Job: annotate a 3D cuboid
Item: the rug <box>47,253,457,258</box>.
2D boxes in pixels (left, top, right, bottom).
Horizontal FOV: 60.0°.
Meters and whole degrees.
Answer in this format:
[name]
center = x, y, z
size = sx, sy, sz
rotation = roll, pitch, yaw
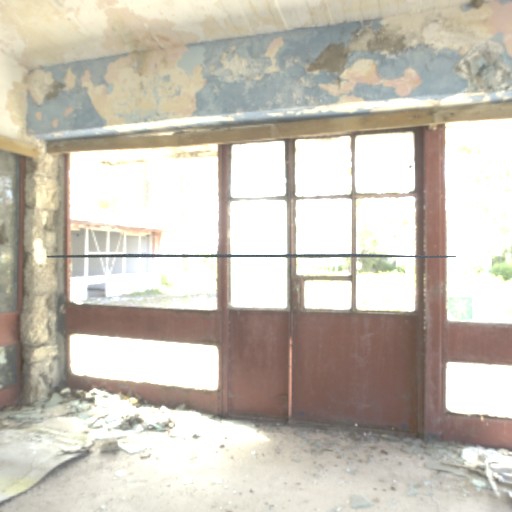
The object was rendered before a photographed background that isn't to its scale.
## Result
[rug]
center = 0.000, 0.000, 2.274
size = 1.777, 0.021, 1.145
rotation = 0, 0, -36
